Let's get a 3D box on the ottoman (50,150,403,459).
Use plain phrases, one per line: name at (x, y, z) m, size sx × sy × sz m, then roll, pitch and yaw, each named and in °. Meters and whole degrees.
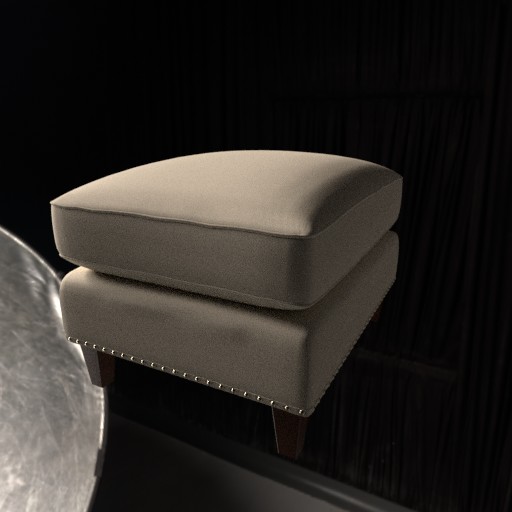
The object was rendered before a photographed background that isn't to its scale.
ottoman at (0.000, 0.000, 1.123) m, size 0.584 × 0.513 × 0.741 m, roll 9°, pitch 20°, yaw 26°
